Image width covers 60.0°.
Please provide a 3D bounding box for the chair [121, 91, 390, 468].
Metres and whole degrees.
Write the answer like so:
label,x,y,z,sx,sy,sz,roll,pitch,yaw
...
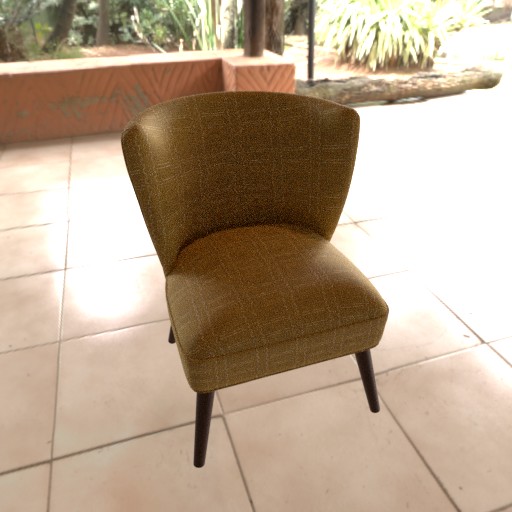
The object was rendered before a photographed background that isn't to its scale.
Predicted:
label,x,y,z,sx,sy,sz,roll,pitch,yaw
chair,0.000,0.000,1.414,0.706,0.866,0.758,-10,34,-16
